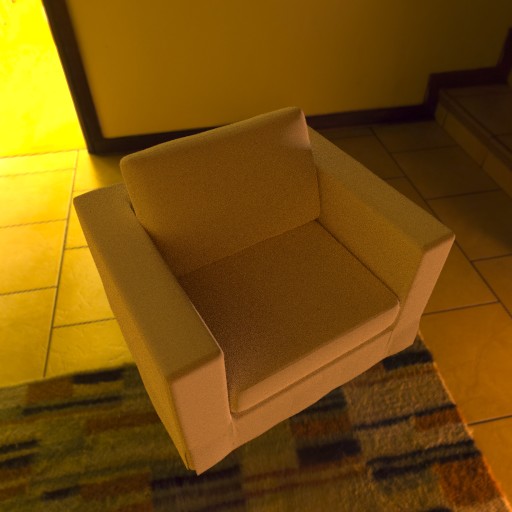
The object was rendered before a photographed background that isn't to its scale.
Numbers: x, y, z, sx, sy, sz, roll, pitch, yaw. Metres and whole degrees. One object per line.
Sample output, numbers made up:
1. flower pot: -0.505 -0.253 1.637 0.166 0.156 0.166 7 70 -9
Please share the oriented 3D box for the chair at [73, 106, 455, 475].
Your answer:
1. chair: 0.000 0.000 1.785 1.150 0.878 0.957 -23 50 -21
